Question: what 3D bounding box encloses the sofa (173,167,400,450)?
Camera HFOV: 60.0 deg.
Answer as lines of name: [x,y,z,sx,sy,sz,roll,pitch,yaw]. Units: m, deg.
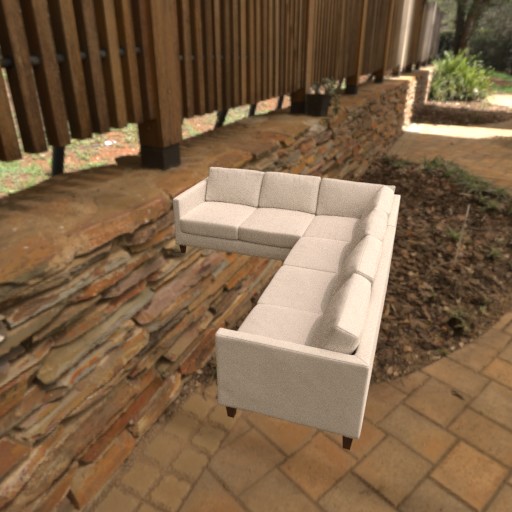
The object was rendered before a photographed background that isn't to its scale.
sofa: [0.000,0.000,4.213,2.432,0.863,3.182,9,27,18]
